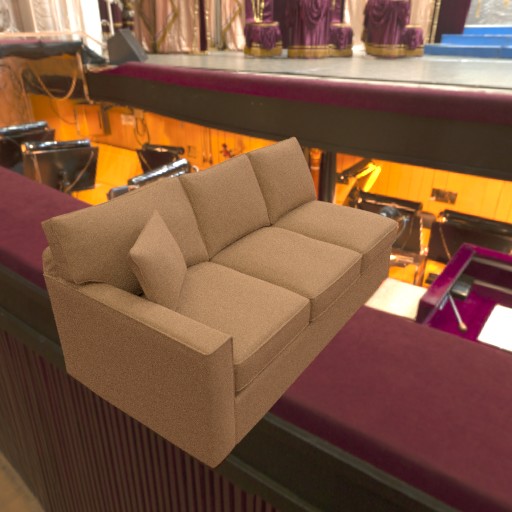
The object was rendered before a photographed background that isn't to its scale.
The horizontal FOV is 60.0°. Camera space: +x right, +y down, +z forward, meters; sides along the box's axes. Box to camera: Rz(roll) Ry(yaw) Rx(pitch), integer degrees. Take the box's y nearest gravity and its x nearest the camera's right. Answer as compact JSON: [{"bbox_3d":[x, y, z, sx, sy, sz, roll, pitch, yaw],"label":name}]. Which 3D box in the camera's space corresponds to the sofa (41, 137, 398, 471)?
[{"bbox_3d":[0.000,0.000,2.538,1.034,0.946,1.962,18,32,31],"label":"sofa"}]
